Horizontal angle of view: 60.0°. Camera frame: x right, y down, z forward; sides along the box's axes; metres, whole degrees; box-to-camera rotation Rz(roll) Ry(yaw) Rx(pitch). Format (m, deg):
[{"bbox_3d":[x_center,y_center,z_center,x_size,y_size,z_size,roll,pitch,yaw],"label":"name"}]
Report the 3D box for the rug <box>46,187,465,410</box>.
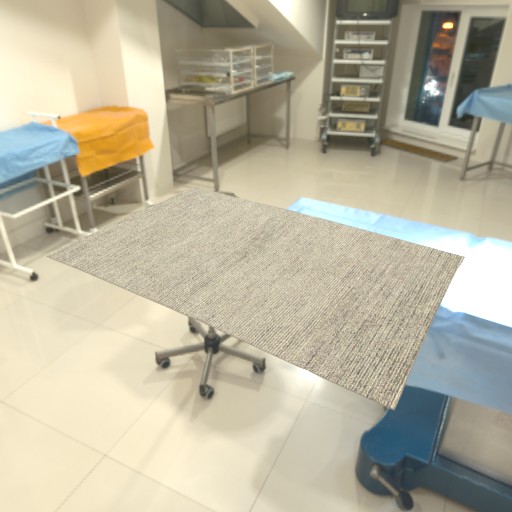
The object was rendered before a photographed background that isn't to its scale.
[{"bbox_3d":[0.000,0.000,2.250,1.804,0.022,1.162,18,34,28],"label":"rug"}]
